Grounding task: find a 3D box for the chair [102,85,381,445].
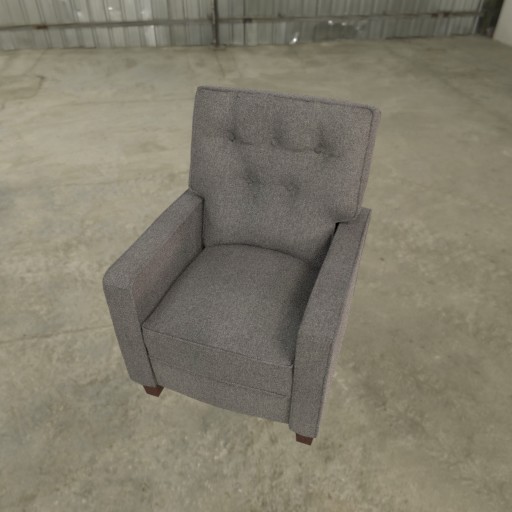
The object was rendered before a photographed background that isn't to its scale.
[{"bbox_3d":[0.000,0.000,1.437,0.650,0.889,0.775,12,40,15],"label":"chair"}]
